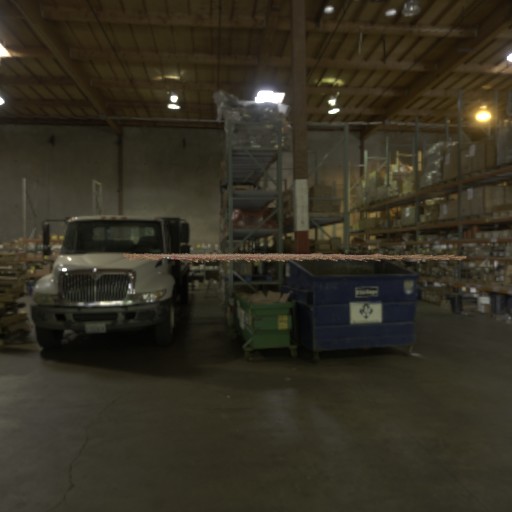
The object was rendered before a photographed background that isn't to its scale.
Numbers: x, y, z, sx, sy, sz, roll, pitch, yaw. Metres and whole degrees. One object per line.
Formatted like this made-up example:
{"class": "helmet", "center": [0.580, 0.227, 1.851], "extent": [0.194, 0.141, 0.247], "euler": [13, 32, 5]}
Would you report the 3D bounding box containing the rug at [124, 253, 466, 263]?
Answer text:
{"class": "rug", "center": [0.000, 0.000, 3.182], "extent": [1.778, 0.048, 2.450], "euler": [0, 1, -19]}
